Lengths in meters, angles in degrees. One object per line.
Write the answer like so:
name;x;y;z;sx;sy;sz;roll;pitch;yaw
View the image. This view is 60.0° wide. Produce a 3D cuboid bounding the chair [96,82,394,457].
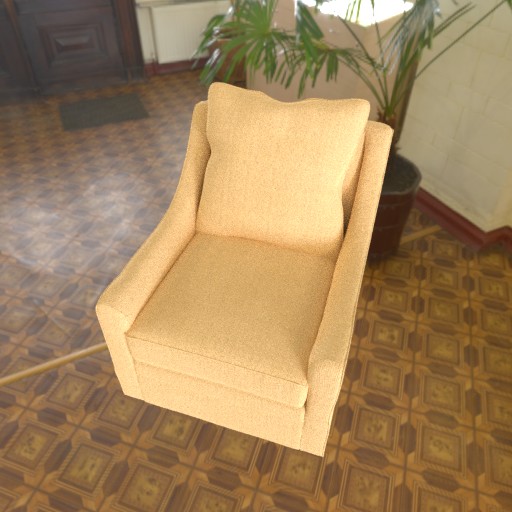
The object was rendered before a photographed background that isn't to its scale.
chair;0.000;0.000;1.575;0.760;0.927;0.876;12;42;14
